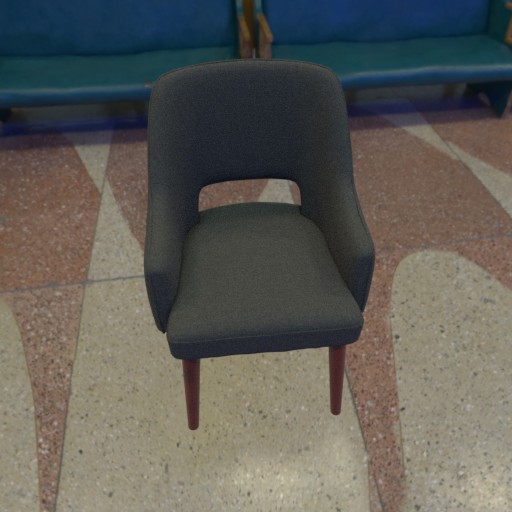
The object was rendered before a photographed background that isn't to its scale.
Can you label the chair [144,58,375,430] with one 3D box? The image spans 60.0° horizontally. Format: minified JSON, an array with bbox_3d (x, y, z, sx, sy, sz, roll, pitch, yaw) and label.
[{"bbox_3d":[0.000,0.000,1.201,0.559,0.838,0.560,-4,46,-4],"label":"chair"}]
